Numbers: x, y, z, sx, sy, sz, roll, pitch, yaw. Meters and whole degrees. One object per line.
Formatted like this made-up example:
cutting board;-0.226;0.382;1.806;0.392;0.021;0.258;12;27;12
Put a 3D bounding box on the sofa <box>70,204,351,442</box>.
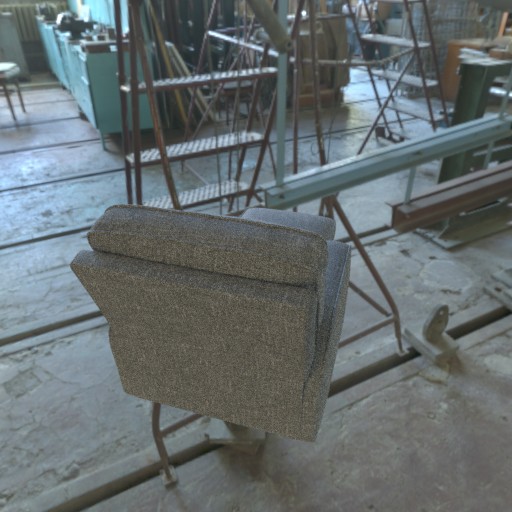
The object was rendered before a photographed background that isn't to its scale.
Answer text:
sofa;0.000;0.000;2.030;0.861;0.959;1.472;9;34;14
